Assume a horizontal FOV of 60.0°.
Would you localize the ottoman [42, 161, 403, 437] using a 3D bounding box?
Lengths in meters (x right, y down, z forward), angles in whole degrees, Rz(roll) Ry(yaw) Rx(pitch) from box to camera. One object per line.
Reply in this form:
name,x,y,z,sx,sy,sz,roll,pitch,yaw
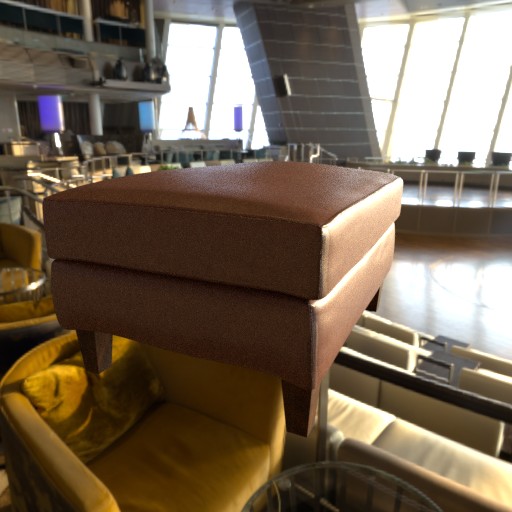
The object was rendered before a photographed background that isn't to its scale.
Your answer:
ottoman,0.000,0.000,1.210,0.650,0.485,0.851,7,17,24
